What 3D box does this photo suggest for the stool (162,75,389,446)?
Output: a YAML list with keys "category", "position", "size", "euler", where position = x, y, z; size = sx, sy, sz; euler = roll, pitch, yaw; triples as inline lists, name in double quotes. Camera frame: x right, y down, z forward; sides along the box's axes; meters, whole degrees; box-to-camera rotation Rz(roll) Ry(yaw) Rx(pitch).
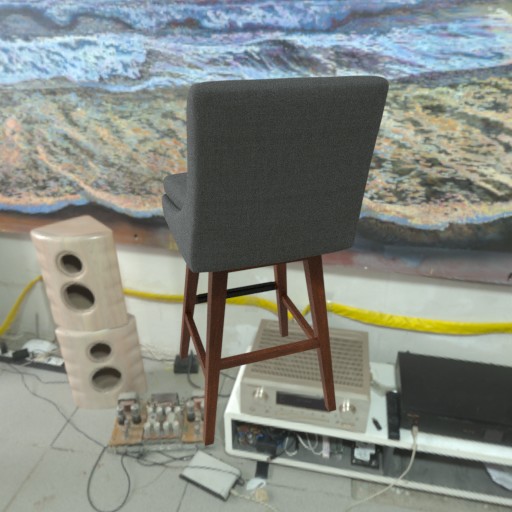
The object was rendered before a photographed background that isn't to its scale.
- category: "stool"
  position: [0.000, 0.000, 1.246]
  size: [0.447, 0.977, 0.524]
  euler: [-9, 29, -17]
